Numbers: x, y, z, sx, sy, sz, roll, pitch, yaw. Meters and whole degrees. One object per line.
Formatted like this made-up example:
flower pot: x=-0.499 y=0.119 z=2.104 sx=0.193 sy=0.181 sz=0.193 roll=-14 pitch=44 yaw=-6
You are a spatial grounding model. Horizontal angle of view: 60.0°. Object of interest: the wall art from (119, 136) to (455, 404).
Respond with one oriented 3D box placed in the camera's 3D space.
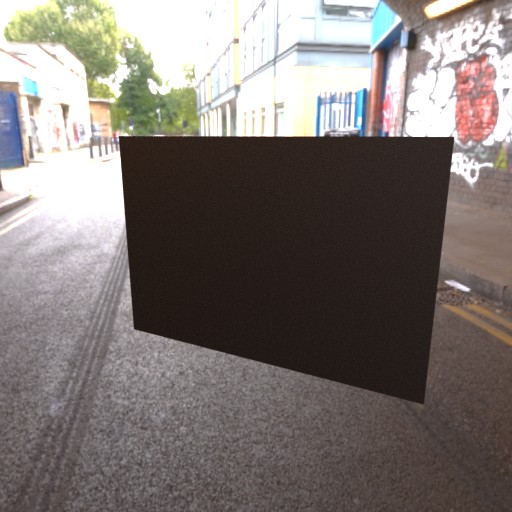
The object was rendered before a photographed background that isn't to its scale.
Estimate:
wall art: x=0.000 y=0.000 z=1.553 sx=1.192 sy=0.811 sz=0.013 roll=8 pitch=17 yaw=27
